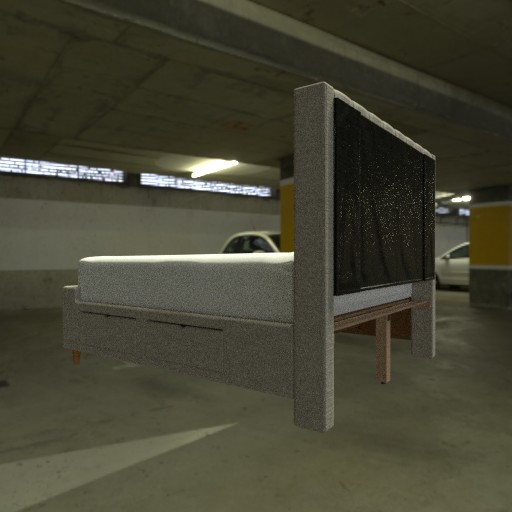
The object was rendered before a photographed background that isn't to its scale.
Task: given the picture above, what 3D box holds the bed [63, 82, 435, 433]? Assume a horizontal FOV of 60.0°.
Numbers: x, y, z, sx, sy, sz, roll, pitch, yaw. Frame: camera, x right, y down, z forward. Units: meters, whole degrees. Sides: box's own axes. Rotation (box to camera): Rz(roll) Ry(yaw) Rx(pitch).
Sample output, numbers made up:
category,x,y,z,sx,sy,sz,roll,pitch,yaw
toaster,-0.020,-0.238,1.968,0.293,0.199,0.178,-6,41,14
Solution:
category,x,y,z,sx,sy,sz,roll,pitch,yaw
bed,0.000,0.000,3.680,2.372,1.748,2.044,0,0,36
